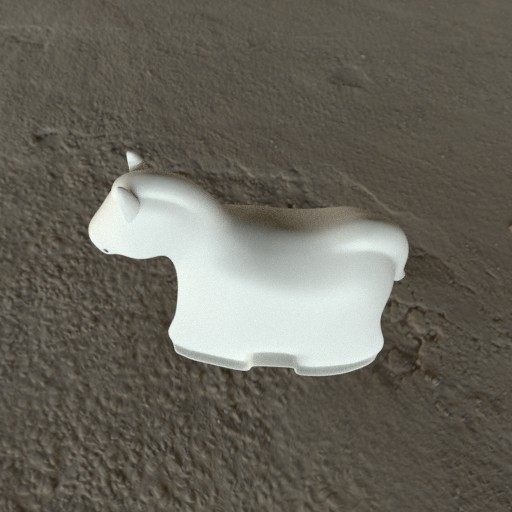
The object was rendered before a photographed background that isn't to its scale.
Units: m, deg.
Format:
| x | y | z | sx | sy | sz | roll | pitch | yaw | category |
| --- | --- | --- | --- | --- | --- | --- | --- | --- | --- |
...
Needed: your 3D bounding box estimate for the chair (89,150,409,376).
| x | y | z | sx | sy | sz | roll | pitch | yaw | category |
| --- | --- | --- | --- | --- | --- | --- | --- | --- | --- |
| 0.000 | 0.000 | 1.148 | 0.800 | 0.612 | 0.429 | 2 | 57 | 1 | chair |
